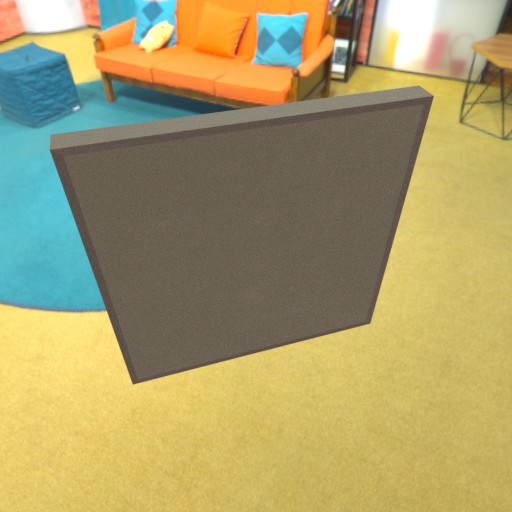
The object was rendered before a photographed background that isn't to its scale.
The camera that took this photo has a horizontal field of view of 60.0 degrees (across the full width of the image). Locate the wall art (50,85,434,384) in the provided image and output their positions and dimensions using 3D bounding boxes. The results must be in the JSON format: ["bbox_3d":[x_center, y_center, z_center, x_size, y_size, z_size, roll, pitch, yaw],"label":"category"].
[{"bbox_3d":[0.000,0.000,0.750,0.508,0.506,0.038,-12,44,-12],"label":"wall art"}]
